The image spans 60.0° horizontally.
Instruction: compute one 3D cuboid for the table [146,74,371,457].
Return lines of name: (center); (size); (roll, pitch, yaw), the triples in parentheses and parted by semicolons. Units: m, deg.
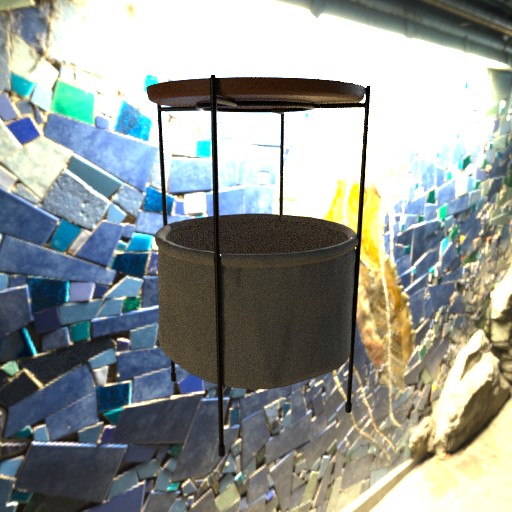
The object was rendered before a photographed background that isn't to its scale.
table: (0.000, 0.000, 0.879); (0.393, 0.623, 0.393); (-8, 17, -26)
